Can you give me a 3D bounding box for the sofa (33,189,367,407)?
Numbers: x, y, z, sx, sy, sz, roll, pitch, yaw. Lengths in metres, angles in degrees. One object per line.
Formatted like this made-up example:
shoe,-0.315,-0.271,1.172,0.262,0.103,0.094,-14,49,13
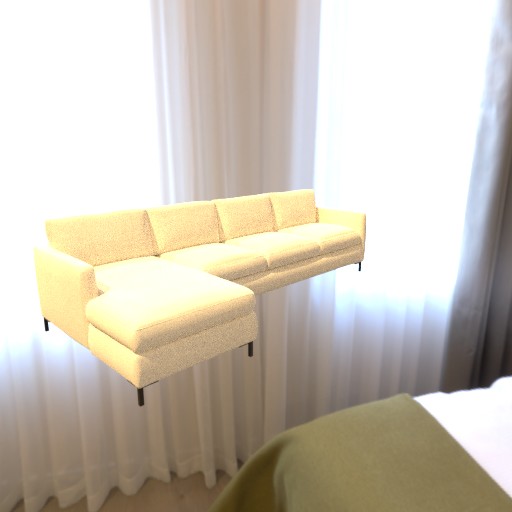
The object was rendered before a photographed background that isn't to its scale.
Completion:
sofa,0.000,0.000,3.805,3.186,0.875,1.467,-14,20,-43
